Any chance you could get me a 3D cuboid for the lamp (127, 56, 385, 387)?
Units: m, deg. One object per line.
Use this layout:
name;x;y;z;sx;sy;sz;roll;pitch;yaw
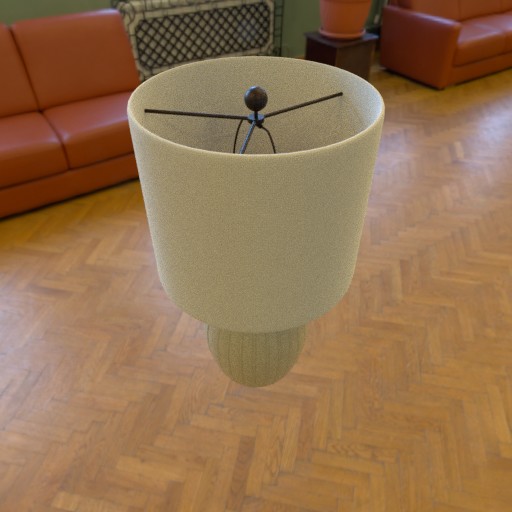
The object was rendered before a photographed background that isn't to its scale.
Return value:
lamp;0.000;0.000;0.753;0.329;0.570;0.329;-25;47;-26
